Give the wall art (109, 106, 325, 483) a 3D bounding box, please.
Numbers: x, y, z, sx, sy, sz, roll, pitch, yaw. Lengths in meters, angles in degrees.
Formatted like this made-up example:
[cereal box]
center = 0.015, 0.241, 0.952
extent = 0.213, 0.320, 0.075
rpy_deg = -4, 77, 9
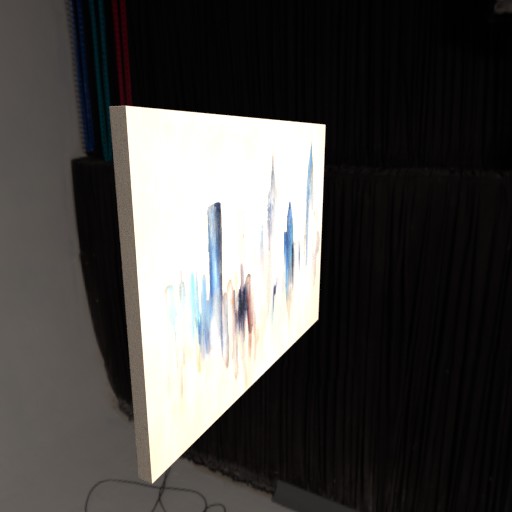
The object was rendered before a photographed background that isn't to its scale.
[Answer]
[wall art]
center = 0.000, 0.000, 1.289
extent = 0.038, 0.762, 1.016
rpy_deg = 8, 16, 27
